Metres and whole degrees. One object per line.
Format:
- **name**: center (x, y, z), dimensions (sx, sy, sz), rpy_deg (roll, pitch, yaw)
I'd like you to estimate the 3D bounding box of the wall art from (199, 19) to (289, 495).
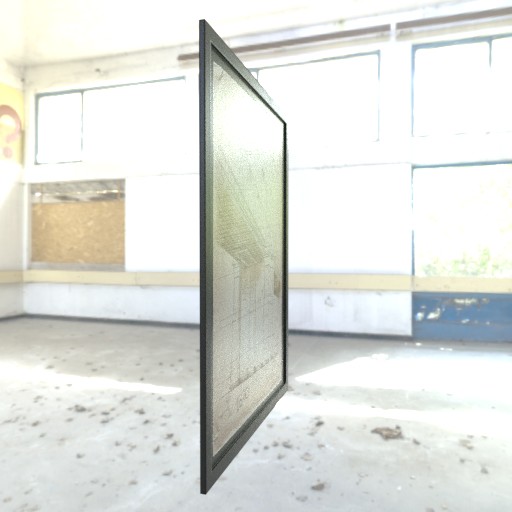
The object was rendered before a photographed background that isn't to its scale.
- **wall art**: center (0.000, 0.000, 1.239), dimensions (0.013, 0.967, 0.707), rpy_deg (0, 1, 18)
